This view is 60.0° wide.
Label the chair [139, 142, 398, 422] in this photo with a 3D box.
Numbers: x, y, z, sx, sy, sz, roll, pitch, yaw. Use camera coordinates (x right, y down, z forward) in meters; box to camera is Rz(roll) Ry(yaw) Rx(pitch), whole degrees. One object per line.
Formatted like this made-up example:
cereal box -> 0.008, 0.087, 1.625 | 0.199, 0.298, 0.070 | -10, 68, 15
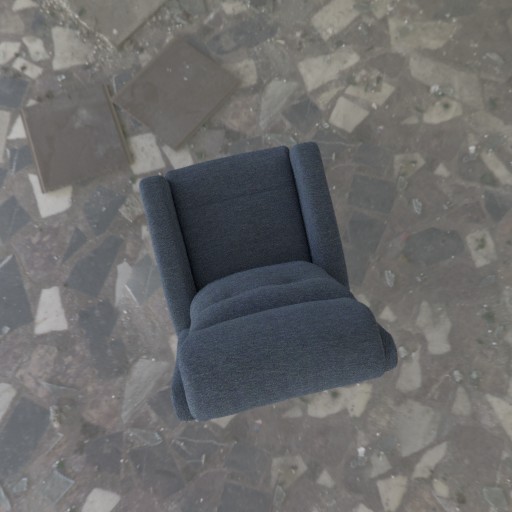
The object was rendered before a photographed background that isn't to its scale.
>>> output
chair -> 0.000, 0.000, 1.752 | 0.798, 1.013, 1.043 | -13, 77, -3
